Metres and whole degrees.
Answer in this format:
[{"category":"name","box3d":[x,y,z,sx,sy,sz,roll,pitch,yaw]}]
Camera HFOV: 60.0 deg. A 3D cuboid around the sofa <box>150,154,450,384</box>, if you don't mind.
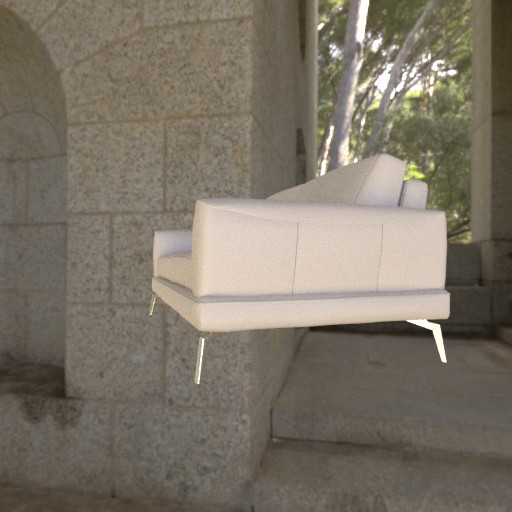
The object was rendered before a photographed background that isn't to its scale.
[{"category":"sofa","box3d":[0.000,0.000,2.694,1.121,0.930,2.177,0,0,-17]}]
